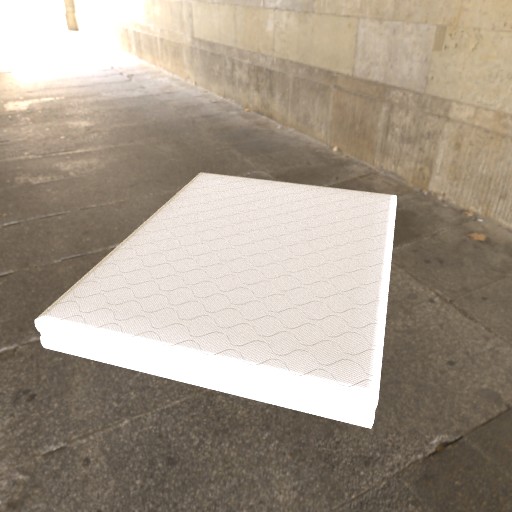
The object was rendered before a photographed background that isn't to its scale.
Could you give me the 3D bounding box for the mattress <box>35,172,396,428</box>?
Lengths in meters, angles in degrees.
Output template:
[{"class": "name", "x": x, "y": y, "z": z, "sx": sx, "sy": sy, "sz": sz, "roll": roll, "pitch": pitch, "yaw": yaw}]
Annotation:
[{"class": "mattress", "x": 0.000, "y": 0.000, "z": 2.758, "sx": 1.600, "sy": 0.200, "sz": 2.000, "roll": 9, "pitch": 33, "yaw": 14}]
